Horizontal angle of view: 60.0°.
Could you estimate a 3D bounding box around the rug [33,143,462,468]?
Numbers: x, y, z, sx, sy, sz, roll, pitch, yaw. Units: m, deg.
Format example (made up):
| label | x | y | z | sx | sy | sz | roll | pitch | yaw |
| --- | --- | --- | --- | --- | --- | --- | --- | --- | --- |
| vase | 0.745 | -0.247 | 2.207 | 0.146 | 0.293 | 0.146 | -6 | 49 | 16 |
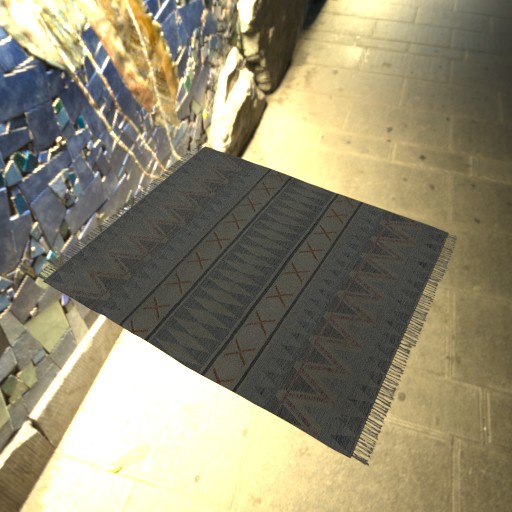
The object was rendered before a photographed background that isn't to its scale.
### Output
| label | x | y | z | sx | sy | sz | roll | pitch | yaw |
| --- | --- | --- | --- | --- | --- | --- | --- | --- | --- |
| rug | 0.000 | 0.000 | 3.907 | 3.000 | 0.012 | 2.371 | 24 | 51 | 21 |
